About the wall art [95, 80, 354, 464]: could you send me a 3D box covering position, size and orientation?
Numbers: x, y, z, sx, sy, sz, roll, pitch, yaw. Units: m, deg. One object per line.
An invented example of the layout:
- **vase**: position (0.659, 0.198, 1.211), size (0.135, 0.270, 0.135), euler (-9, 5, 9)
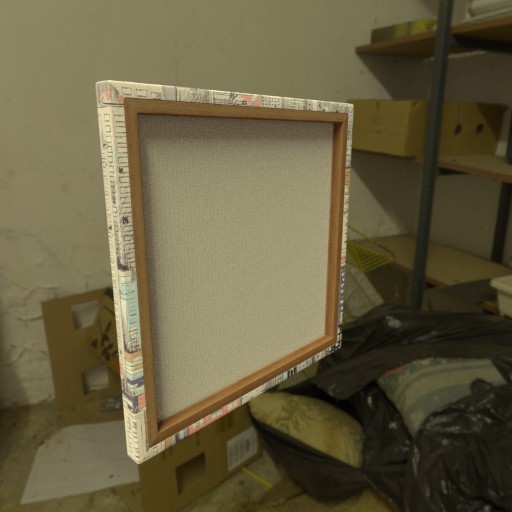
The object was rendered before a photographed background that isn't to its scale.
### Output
- **wall art**: position (0.000, 0.000, 0.891), size (0.038, 0.608, 0.607), euler (14, 20, 42)
